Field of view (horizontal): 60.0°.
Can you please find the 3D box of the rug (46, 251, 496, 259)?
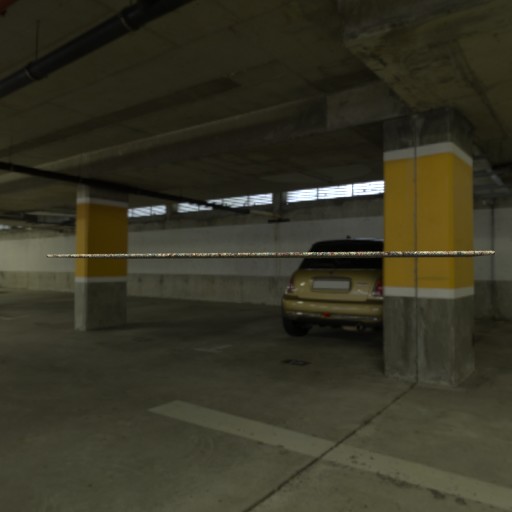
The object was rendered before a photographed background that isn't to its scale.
[{"bbox_3d":[0.000,0.000,2.491,2.292,0.015,0.688,0,-1,18],"label":"rug"}]
